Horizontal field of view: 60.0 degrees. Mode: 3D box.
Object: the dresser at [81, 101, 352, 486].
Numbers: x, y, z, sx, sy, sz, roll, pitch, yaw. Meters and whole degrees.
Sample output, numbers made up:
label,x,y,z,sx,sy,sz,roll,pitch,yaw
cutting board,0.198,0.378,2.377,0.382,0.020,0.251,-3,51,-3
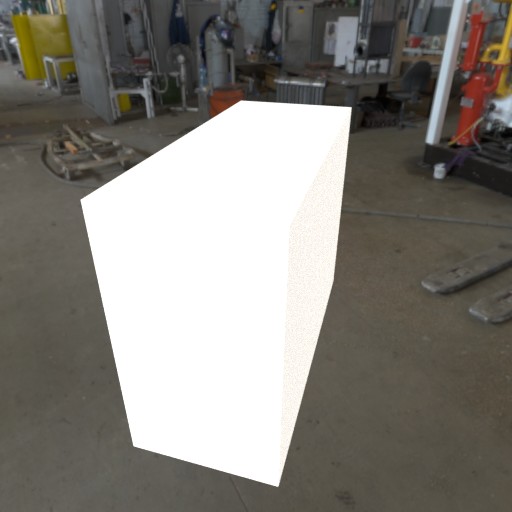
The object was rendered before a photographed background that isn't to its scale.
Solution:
label,x,y,z,sx,sy,sz,roll,pitch,yaw
dresser,0.000,0.000,1.559,0.460,0.820,1.100,9,31,14
